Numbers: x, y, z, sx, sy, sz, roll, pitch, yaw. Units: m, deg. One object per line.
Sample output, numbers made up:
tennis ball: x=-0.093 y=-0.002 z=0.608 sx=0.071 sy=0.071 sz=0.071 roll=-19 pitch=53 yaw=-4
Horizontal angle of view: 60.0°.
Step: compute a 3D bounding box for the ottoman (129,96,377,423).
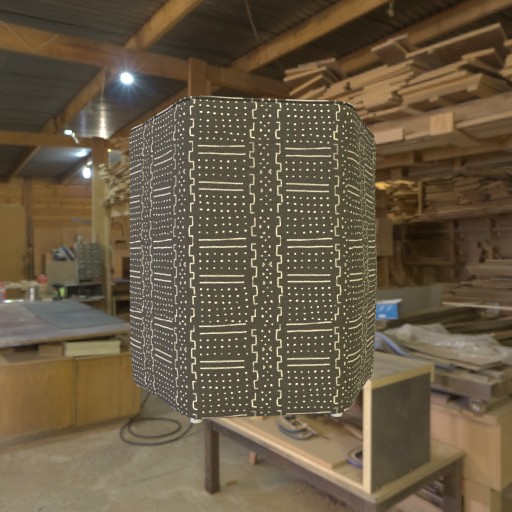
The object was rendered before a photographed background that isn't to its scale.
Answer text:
ottoman: x=0.000 y=0.000 z=0.884 sx=0.443 sy=0.502 sz=0.494 roll=-1 pitch=1 yaw=-36
